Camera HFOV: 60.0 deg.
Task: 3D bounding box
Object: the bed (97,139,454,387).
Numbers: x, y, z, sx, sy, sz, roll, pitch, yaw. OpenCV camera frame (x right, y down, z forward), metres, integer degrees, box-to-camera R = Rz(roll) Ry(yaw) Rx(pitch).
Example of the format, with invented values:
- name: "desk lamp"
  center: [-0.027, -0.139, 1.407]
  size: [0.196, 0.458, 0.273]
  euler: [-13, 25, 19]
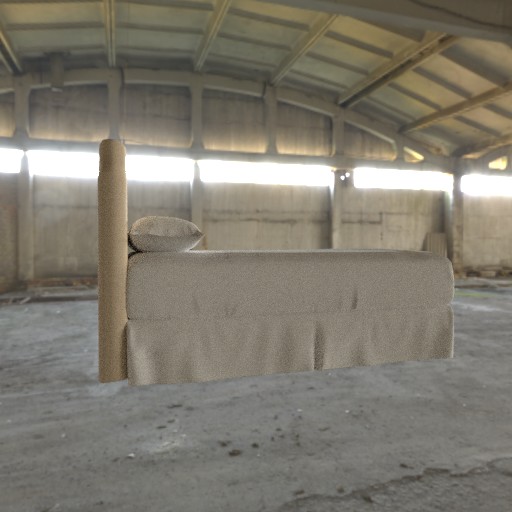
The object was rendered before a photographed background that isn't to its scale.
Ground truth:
- name: "bed"
  center: [0.000, 0.000, 3.905]
  size: [2.548, 1.524, 2.134]
  euler: [0, 1, -17]
